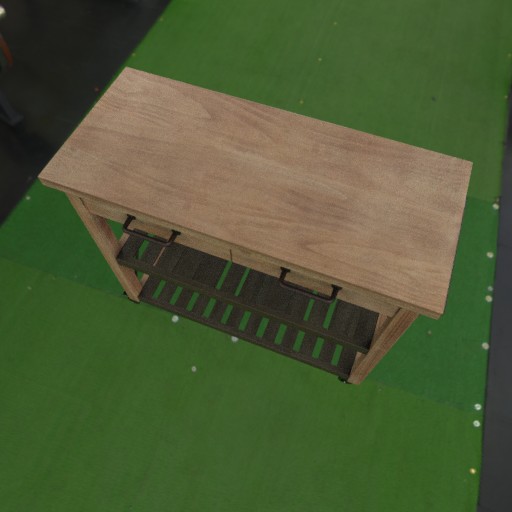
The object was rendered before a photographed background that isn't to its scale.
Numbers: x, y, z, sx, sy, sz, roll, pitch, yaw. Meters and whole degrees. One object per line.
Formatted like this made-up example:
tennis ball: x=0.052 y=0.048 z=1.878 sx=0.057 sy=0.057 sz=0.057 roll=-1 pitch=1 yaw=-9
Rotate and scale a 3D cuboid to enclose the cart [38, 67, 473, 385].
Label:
cart: x=0.000 y=0.000 z=0.956 sx=0.686 sy=0.554 sz=0.298 roll=19 pitch=62 yaw=10
